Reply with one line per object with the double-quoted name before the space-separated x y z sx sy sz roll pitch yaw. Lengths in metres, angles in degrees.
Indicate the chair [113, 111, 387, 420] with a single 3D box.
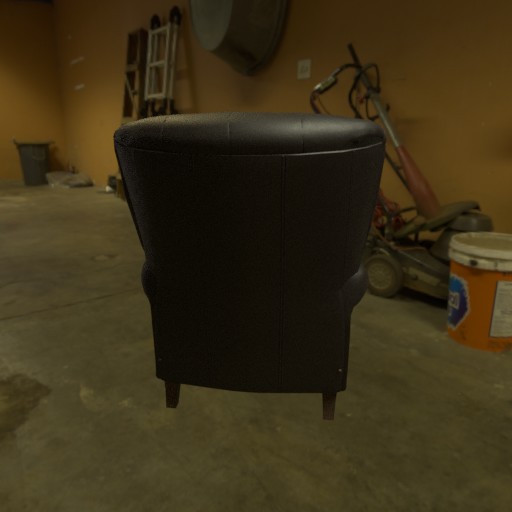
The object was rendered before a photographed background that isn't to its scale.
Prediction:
"chair" 0.000 0.000 1.925 0.948 1.158 1.058 2 15 7
